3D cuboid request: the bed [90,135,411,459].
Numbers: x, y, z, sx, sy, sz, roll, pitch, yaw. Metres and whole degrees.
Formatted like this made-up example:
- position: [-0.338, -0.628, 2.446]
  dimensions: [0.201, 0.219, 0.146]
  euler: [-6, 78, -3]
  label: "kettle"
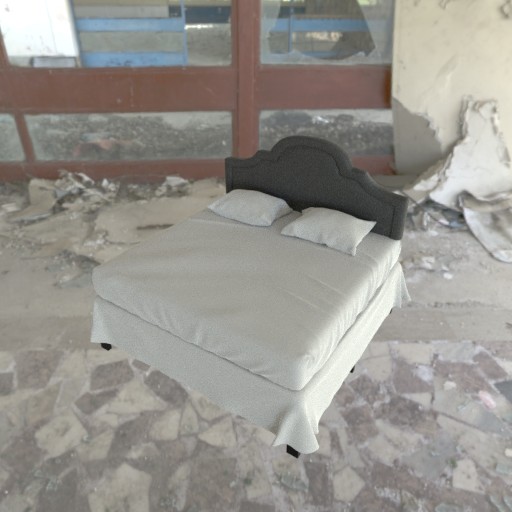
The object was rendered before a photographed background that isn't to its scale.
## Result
- position: [0.000, 0.000, 3.849]
  dimensions: [2.303, 1.631, 2.222]
  euler: [19, 36, 28]
  label: "bed"
